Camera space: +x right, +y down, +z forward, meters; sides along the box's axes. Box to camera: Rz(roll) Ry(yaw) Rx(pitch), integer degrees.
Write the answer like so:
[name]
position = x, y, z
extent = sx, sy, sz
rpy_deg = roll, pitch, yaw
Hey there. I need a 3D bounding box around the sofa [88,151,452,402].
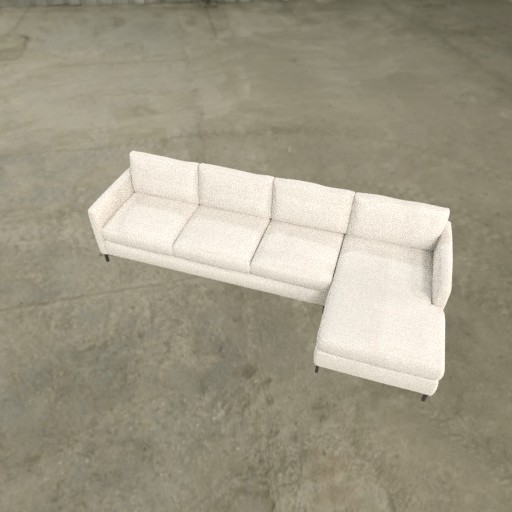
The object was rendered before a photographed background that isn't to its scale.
[sofa]
position = 0.000, 0.000, 2.968
extent = 2.445, 0.677, 1.126
rpy_deg = 13, 45, 13
